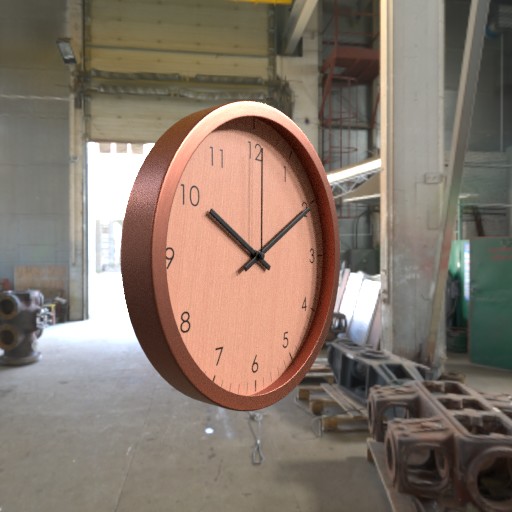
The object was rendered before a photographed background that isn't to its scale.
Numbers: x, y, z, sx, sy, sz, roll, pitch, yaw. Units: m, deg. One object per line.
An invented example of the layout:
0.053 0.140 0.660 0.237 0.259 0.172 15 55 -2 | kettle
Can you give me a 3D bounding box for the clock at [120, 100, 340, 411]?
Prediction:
0.000 0.000 0.475 0.040 0.313 0.313 0 0 38 | clock
